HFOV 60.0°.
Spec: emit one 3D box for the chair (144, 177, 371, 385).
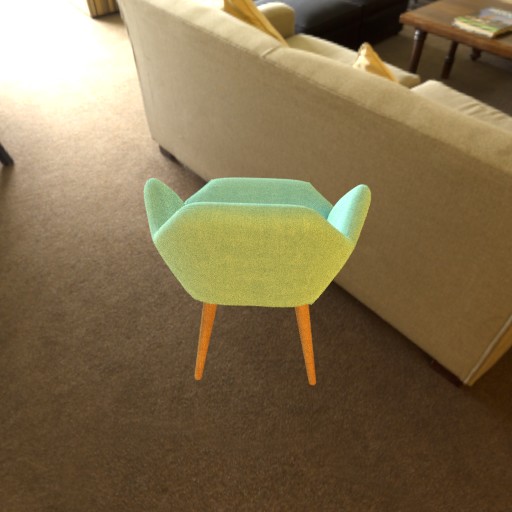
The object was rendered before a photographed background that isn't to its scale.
[{"bbox_3d":[0.000,0.000,1.277,0.590,0.840,0.610,2,47,2],"label":"chair"}]
